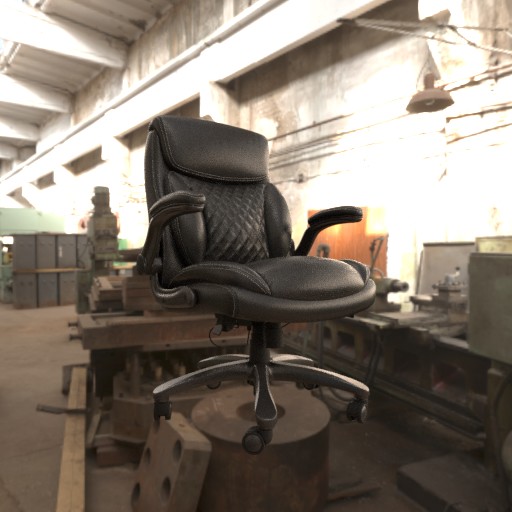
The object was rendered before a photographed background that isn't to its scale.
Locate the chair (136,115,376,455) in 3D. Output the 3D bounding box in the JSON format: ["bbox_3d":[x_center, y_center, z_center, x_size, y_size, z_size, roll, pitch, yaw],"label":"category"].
[{"bbox_3d":[0.000,0.000,1.621,0.782,1.110,0.724,0,1,-37],"label":"chair"}]
